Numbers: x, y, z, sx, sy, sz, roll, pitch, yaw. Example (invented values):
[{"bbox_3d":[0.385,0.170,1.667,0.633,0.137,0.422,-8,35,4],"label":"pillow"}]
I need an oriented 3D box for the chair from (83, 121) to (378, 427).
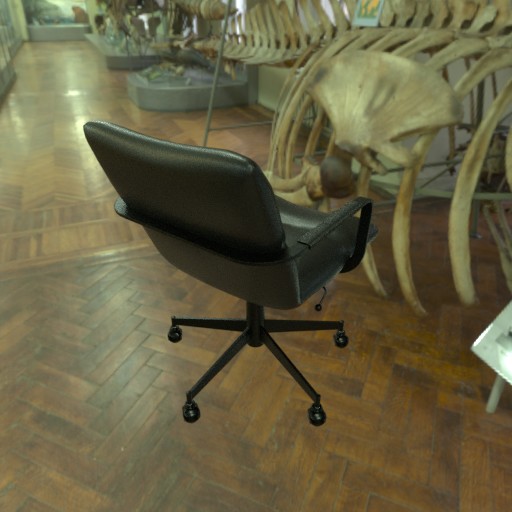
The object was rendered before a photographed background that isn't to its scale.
[{"bbox_3d":[0.000,0.000,1.456,0.719,0.922,0.748,21,36,32],"label":"chair"}]
